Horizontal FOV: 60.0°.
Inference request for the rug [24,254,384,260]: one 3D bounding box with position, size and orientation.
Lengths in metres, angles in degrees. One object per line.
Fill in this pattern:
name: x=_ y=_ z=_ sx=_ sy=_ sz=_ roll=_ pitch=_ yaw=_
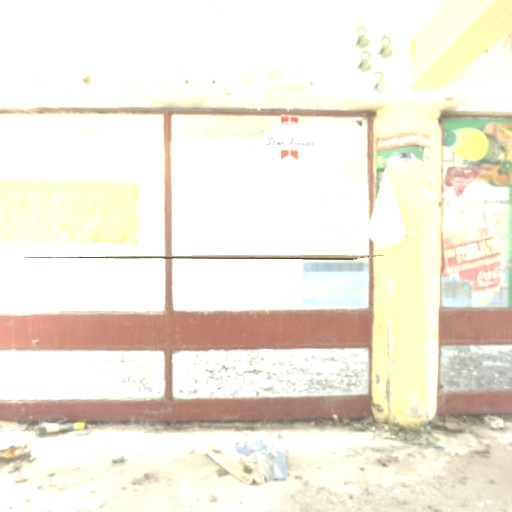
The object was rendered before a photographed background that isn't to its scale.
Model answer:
rug: x=0.000 y=0.000 z=2.927 sx=1.522 sy=0.010 sz=2.311 roll=0 pitch=0 yaw=19
